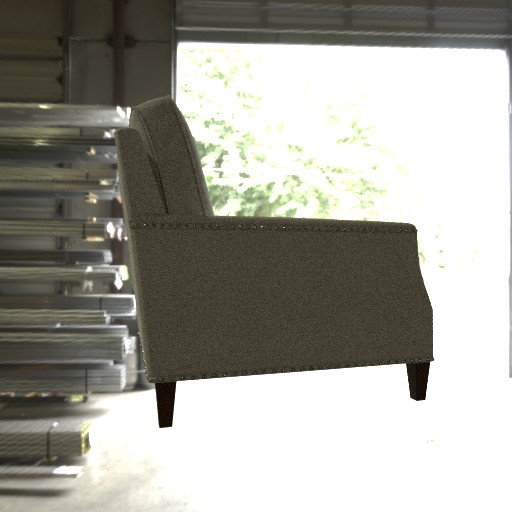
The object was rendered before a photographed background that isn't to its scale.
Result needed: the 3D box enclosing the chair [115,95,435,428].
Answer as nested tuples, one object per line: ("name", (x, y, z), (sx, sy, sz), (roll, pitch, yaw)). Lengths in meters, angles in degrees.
("chair", (0.000, 0.000, 1.697), (1.014, 0.943, 0.853), (0, -1, -16))
